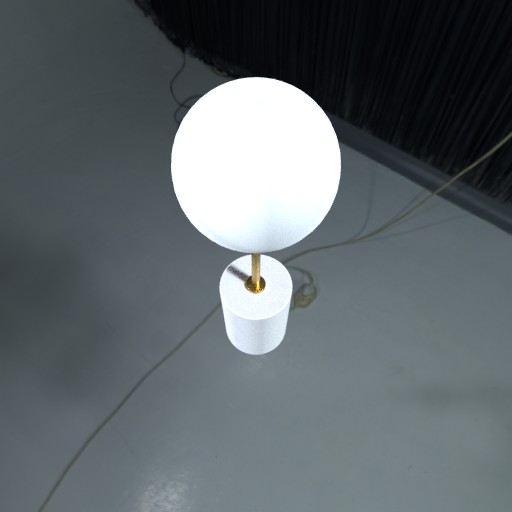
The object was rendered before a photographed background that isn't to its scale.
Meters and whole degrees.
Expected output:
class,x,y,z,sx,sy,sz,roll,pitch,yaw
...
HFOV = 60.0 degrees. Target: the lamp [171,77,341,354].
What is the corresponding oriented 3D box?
class,x,y,z,sx,sy,sz,roll,pitch,yaw
lamp,0.000,0.000,0.549,0.153,0.480,0.153,0,60,0
